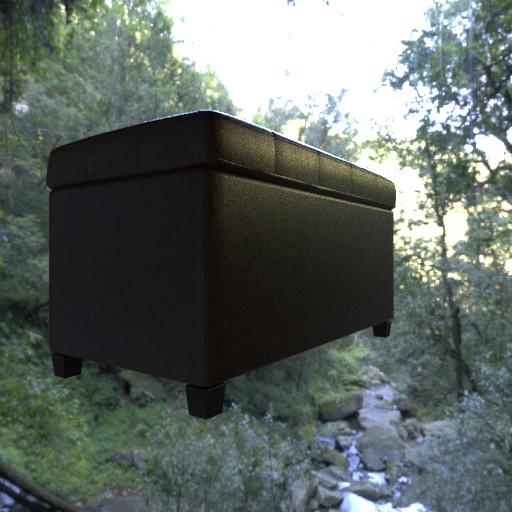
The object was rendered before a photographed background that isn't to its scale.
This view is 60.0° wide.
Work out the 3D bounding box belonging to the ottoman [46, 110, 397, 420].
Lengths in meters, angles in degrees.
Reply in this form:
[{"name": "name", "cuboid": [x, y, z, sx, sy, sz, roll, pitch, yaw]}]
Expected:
[{"name": "ottoman", "cuboid": [0.000, 0.000, 1.085, 0.432, 0.470, 0.838, 0, 1, 35]}]
